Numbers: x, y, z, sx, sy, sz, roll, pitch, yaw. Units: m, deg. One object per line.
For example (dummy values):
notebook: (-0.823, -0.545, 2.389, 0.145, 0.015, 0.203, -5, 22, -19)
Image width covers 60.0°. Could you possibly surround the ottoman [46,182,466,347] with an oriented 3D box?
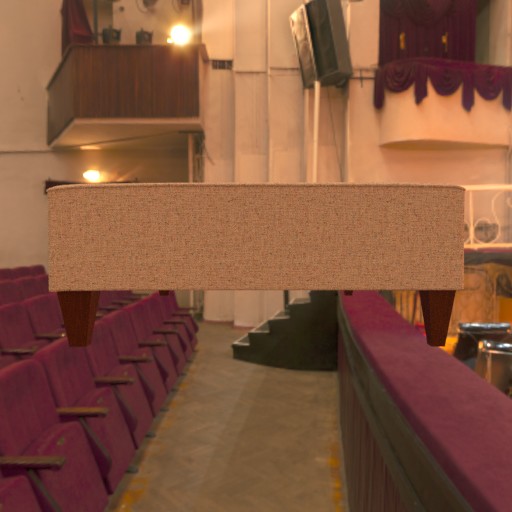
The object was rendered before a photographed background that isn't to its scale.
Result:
ottoman: (0.000, 0.000, 1.190, 0.736, 0.303, 0.835, 0, 2, 0)
